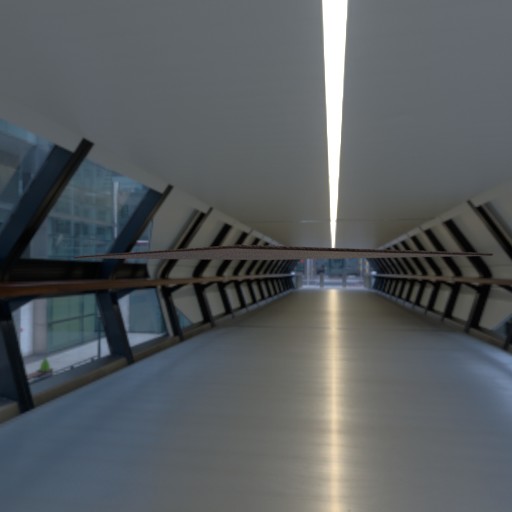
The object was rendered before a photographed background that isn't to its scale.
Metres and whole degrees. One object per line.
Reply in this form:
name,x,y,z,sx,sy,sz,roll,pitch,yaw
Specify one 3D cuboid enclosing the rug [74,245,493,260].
rug,0.000,0.000,3.996,2.411,0.020,3.032,1,-2,-36
